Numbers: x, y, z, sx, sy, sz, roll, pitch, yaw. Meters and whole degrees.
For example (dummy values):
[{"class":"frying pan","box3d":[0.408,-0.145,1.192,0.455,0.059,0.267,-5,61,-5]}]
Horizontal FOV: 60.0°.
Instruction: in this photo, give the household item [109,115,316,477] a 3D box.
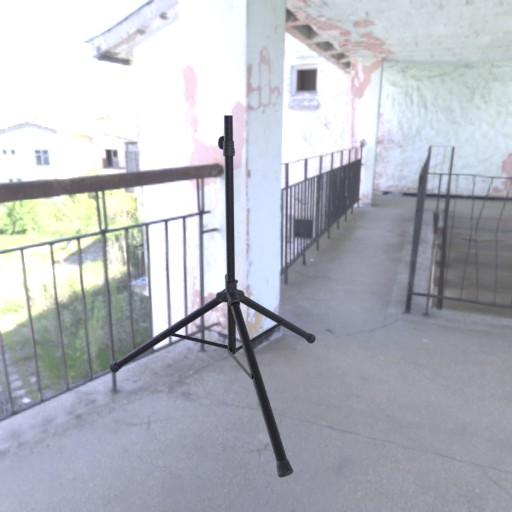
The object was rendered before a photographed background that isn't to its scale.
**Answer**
[{"class":"household item","box3d":[0.000,0.000,1.890,1.045,1.136,0.907,14,21,41]}]
